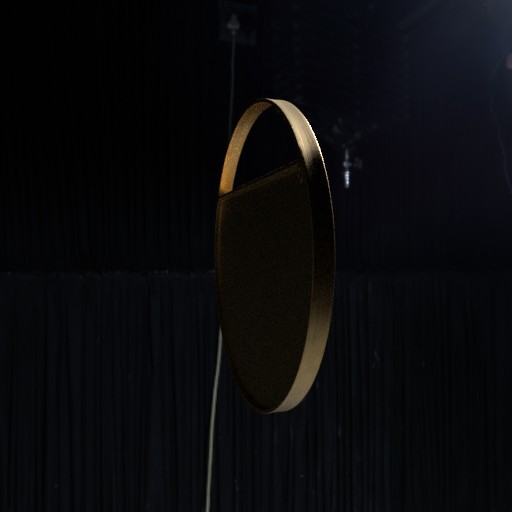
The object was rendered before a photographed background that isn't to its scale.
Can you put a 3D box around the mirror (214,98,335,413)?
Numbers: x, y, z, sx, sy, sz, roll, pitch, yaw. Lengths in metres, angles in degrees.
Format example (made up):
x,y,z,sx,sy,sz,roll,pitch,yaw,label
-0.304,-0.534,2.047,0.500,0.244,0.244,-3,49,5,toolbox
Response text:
x,y,z,sx,sy,sz,roll,pitch,yaw,label
0.000,0.000,0.844,0.032,0.565,0.565,0,1,-18,mirror
